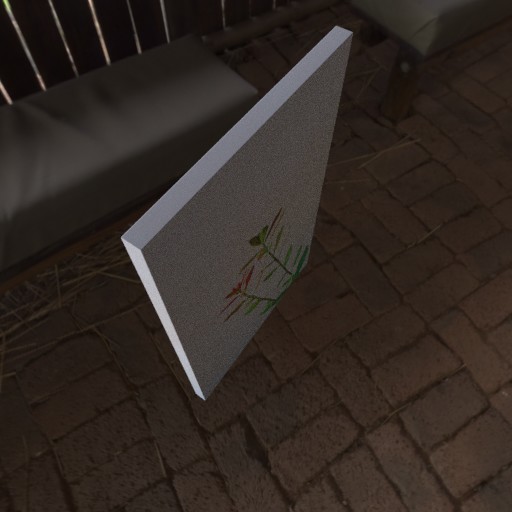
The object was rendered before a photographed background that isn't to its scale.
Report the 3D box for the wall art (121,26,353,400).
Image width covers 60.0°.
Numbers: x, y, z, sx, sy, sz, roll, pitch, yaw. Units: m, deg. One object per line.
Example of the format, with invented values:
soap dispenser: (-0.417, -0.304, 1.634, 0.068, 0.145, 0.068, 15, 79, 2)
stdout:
wall art: (0.000, 0.000, 1.142, 0.039, 0.915, 0.612, 31, 64, 17)
